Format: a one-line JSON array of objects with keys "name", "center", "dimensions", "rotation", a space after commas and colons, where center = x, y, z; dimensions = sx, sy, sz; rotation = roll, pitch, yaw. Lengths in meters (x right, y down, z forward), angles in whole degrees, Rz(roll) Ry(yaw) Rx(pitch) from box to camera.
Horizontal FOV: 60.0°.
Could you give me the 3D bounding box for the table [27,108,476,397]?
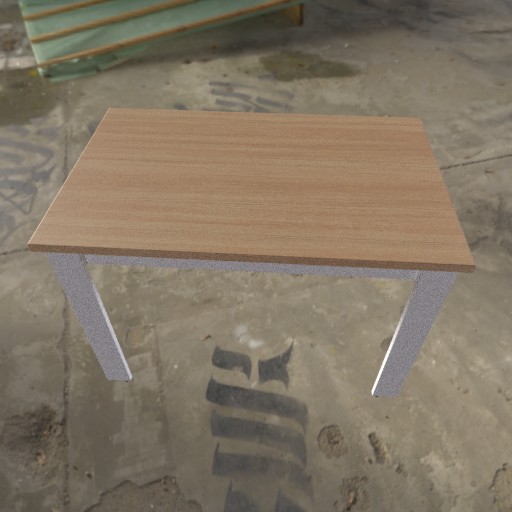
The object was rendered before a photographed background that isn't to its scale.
[{"name": "table", "center": [0.000, 0.000, 1.588], "dimensions": [1.100, 0.734, 0.700], "rotation": [3, 46, 3]}]
